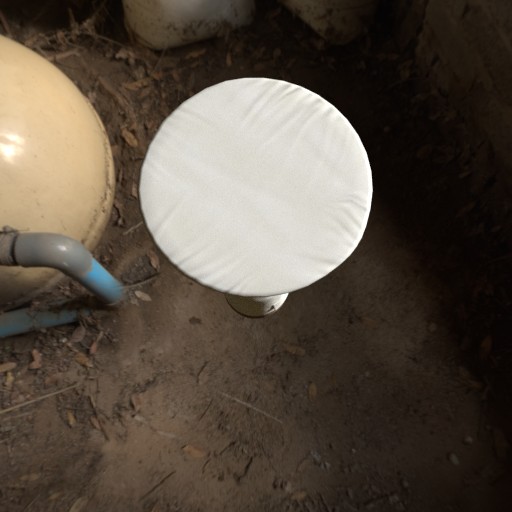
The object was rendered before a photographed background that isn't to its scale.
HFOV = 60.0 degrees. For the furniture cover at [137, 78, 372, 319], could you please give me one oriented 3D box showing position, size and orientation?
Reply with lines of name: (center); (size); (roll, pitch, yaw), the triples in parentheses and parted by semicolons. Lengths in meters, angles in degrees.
furniture cover: (0.000, 0.000, 2.880); (0.914, 2.413, 0.914); (34, 78, 8)
